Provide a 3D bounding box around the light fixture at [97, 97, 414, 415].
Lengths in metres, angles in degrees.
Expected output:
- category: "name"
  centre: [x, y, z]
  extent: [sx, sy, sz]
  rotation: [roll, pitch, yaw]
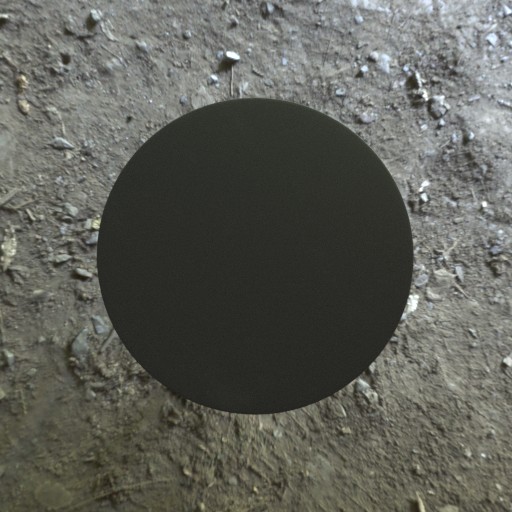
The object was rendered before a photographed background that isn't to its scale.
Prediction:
- category: "light fixture"
  centre: [0.000, 0.000, 0.544]
  extent: [0.356, 0.102, 0.356]
  rotation: [0, 89, -1]
